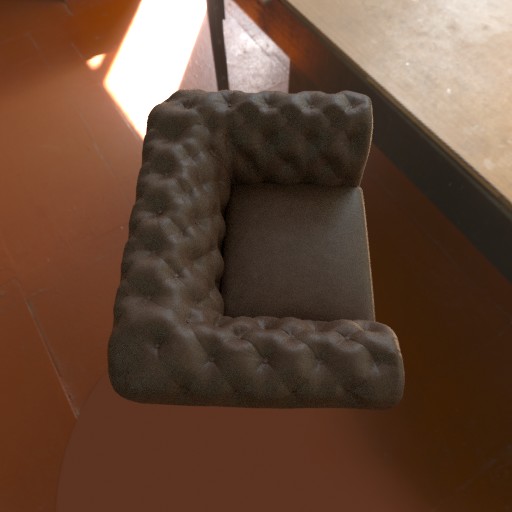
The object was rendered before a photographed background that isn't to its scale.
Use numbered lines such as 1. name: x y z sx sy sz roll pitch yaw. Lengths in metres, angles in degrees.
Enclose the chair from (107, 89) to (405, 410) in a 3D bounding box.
1. chair: 0.000 0.000 1.890 0.954 0.784 1.298 1 63 1
